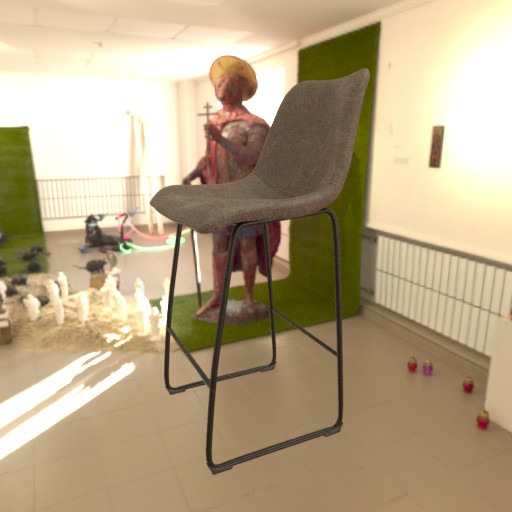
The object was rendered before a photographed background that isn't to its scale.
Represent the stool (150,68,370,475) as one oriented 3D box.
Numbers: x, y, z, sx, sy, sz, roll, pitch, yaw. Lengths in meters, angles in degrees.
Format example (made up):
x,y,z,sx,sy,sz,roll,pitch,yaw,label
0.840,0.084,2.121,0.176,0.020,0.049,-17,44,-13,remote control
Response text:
x,y,z,sx,sy,sz,roll,pitch,yaw,label
0.000,0.000,1.384,0.561,1.082,0.514,-7,16,-25,stool
